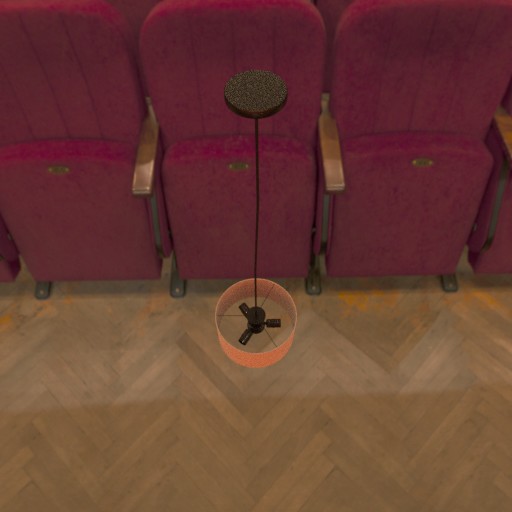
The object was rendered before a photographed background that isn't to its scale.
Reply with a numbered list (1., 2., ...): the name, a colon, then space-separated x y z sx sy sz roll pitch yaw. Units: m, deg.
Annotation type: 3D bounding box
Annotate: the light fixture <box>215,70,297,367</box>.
1. light fixture: 0.000 0.000 1.697 0.399 1.516 0.399 0 59 0
